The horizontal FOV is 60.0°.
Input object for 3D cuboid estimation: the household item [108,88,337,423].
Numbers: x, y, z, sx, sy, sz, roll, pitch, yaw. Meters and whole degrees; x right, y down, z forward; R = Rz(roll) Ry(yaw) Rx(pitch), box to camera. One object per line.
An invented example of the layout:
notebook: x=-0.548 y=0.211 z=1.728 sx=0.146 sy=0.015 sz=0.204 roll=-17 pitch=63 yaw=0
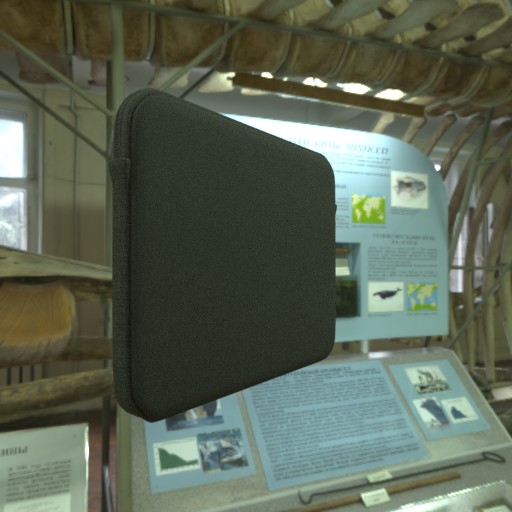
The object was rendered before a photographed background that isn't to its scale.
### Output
household item: x=0.000 y=0.000 z=0.531 sx=0.030 sy=0.305 sz=0.396 roll=0 pitch=-1 yaw=37
